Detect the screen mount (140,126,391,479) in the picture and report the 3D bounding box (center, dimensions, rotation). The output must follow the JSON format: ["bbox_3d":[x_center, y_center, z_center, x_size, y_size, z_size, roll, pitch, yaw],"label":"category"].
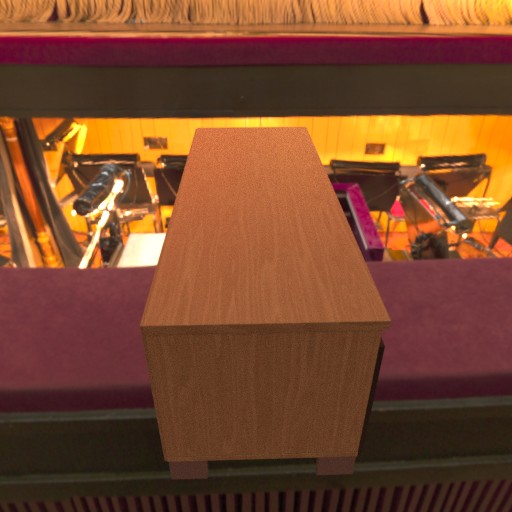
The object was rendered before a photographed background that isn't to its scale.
[{"bbox_3d":[0.000,0.000,1.285,0.406,0.432,1.084,-1,32,-2],"label":"screen mount"}]
